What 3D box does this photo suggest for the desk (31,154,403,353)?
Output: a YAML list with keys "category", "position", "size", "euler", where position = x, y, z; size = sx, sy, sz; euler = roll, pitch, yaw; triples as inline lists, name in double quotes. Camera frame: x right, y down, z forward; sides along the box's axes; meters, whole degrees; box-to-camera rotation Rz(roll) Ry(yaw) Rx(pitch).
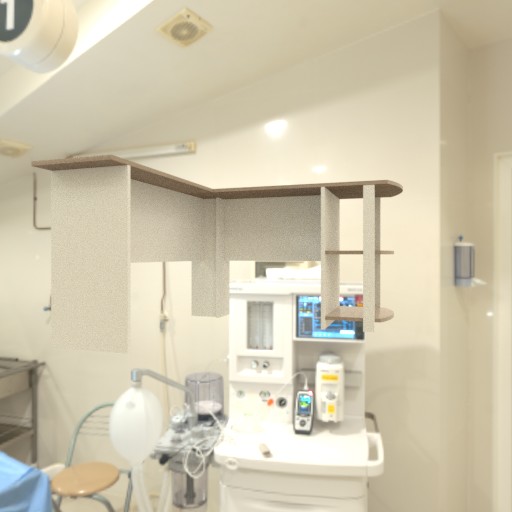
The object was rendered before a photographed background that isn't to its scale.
- category: "desk"
  position: [0.000, 0.000, 2.085]
  size: [1.303, 0.716, 1.361]
  euler: [0, 0, 19]
